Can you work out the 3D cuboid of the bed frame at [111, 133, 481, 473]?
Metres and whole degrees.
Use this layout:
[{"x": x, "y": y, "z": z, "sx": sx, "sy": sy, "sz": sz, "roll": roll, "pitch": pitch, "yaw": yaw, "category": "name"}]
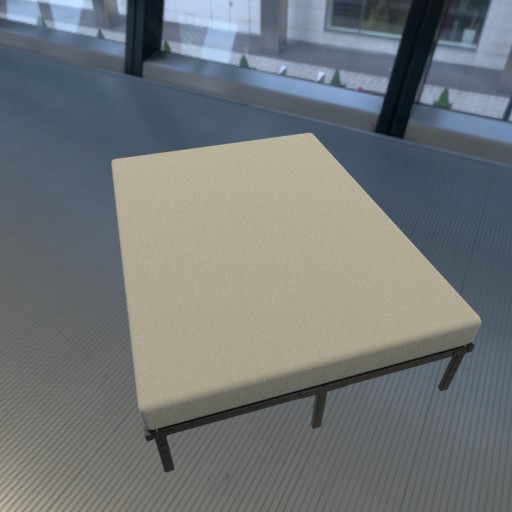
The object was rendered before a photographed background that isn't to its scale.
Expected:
[{"x": 0.000, "y": 0.000, "z": 3.496, "sx": 1.990, "sy": 0.680, "sz": 2.635, "roll": -11, "pitch": 42, "yaw": -13, "category": "bed frame"}]
